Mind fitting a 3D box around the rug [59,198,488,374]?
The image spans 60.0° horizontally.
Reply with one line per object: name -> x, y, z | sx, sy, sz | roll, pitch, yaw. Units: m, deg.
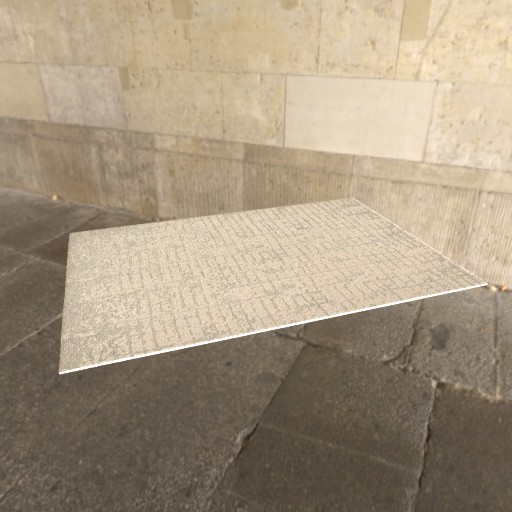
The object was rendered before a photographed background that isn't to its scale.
rug -> 0.000, 0.000, 2.271 | 1.827, 0.007, 1.211 | -9, 29, -17
